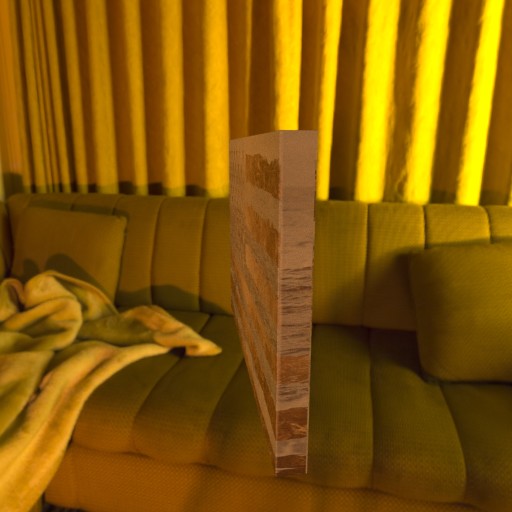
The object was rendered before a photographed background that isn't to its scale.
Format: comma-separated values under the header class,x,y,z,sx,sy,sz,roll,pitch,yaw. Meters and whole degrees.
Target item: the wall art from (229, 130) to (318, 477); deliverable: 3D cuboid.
class,x,y,z,sx,sy,sz,roll,pitch,yaw
wall art,0.000,0.000,0.786,0.041,0.407,0.606,-2,14,-8
